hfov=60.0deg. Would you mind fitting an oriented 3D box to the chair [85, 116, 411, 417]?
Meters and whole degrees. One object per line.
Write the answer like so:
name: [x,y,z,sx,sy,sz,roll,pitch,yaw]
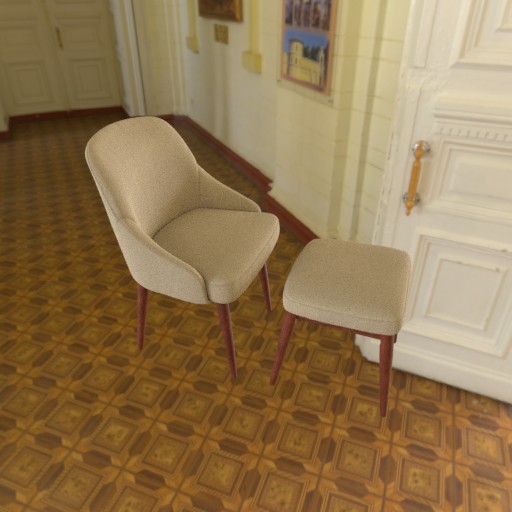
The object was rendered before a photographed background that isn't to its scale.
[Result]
chair: [0.000,0.000,1.643,1.114,0.866,0.584,11,34,17]
